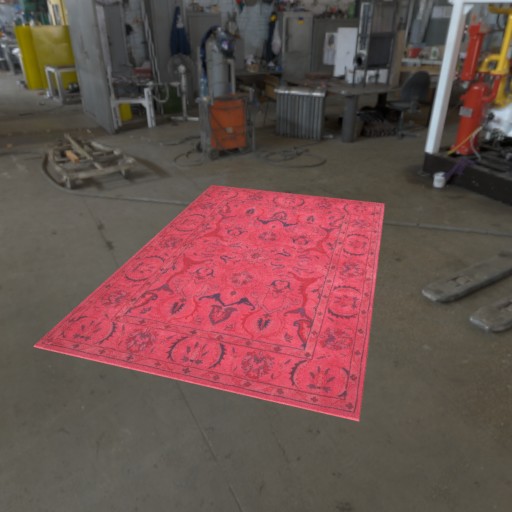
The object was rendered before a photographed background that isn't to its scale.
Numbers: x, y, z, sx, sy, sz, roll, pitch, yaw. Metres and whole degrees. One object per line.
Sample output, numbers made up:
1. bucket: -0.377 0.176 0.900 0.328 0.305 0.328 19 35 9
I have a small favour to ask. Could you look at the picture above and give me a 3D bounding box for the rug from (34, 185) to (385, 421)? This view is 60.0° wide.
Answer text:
1. rug: 0.000 0.000 2.276 1.209 0.008 1.814 8 30 14
